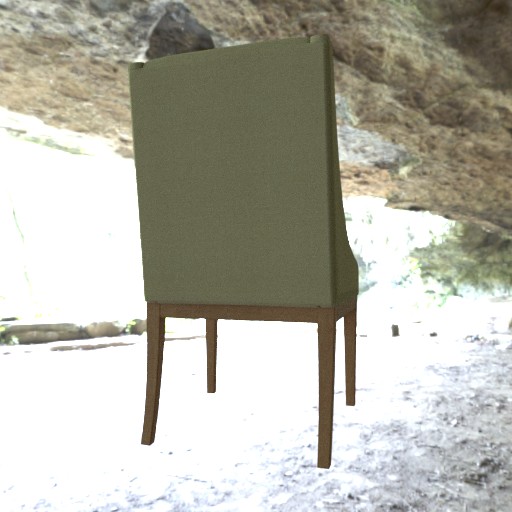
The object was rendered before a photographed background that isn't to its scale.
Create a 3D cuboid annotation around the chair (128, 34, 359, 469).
[{"bbox_3d":[0.000,0.000,1.356,0.575,1.021,0.611,0,-1,17],"label":"chair"}]
